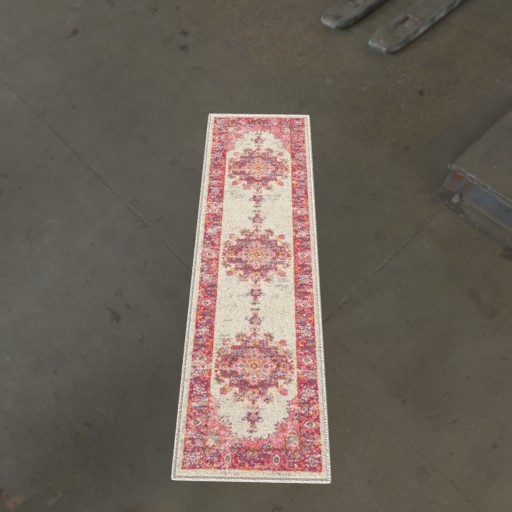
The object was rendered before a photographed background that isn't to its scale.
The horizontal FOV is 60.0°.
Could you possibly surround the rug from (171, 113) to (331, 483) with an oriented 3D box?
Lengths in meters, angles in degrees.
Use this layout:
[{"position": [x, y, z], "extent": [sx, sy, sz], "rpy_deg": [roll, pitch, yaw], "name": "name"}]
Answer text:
[{"position": [0.000, 0.000, 2.005], "extent": [0.562, 0.009, 1.824], "rpy_deg": [1, 60, 1], "name": "rug"}]
